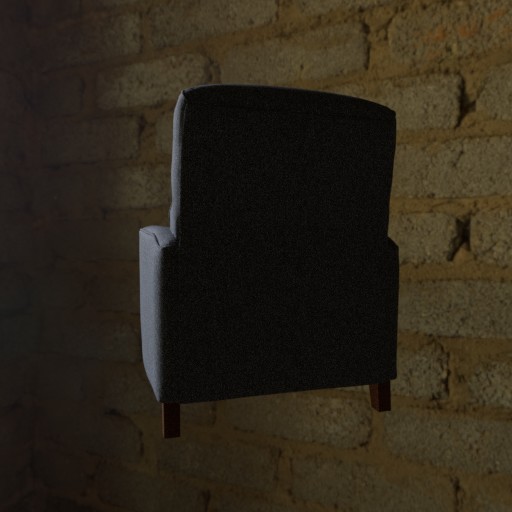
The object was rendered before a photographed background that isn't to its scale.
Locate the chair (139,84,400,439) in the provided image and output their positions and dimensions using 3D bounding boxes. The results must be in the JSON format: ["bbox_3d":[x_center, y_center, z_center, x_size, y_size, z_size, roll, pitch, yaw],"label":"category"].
[{"bbox_3d":[0.000,0.000,1.668,0.839,1.016,0.850,-1,2,-16],"label":"chair"}]
